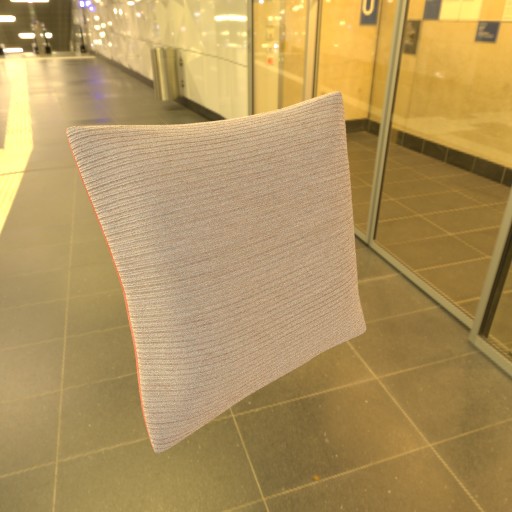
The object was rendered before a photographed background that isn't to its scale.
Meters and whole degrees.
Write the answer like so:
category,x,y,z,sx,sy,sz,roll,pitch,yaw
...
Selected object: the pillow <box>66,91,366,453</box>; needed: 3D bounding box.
category,x,y,z,sx,sy,sz,roll,pitch,yaw
pillow,0.000,0.000,0.637,0.424,0.401,0.177,-21,35,-33
